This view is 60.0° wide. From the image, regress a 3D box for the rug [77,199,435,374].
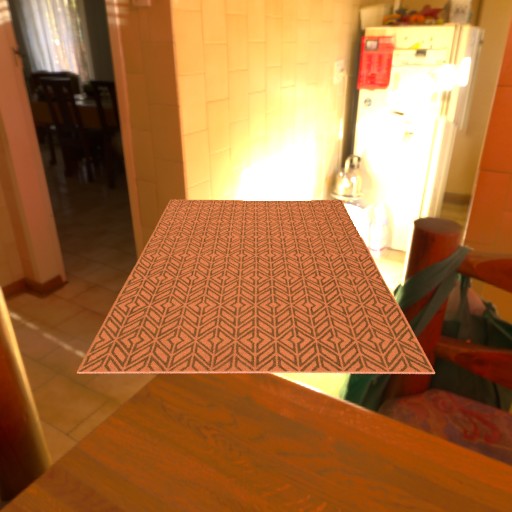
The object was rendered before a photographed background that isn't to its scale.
[{"bbox_3d":[0.000,0.000,2.328,1.220,0.007,1.828,0,26,0],"label":"rug"}]
